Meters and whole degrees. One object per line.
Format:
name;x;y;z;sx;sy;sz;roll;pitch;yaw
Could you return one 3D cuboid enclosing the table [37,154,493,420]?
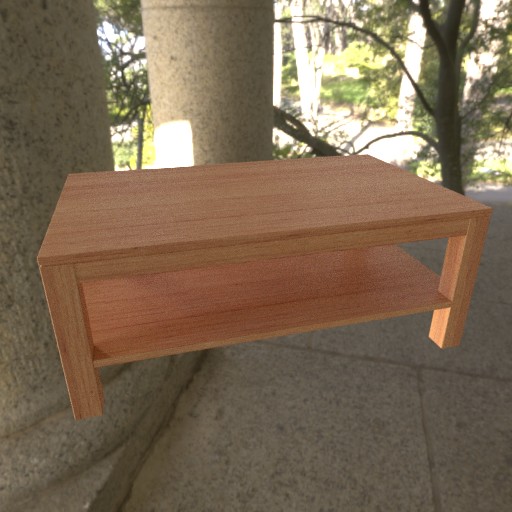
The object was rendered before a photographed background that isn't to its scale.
table;0.000;0.000;1.465;1.146;0.457;0.695;-7;26;-14
